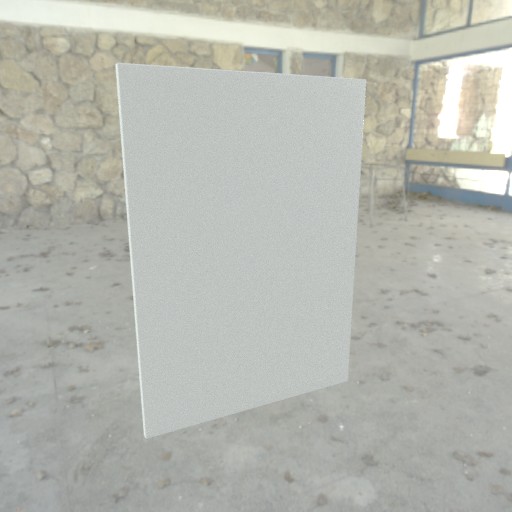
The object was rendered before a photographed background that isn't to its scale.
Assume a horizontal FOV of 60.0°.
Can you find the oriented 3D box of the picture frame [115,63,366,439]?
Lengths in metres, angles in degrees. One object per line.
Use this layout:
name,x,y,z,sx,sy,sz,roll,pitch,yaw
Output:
picture frame,0.000,0.000,0.692,0.381,0.534,0.012,-7,17,-25
